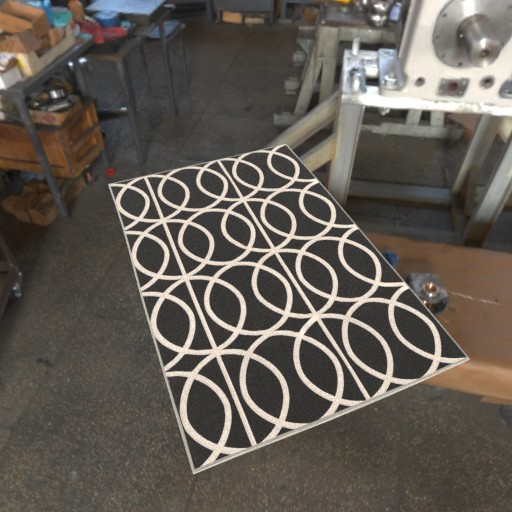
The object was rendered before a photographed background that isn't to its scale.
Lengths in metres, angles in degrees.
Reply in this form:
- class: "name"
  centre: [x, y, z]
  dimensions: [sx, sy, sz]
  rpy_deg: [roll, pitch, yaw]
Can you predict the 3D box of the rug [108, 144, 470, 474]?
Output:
- class: "rug"
  centre: [0.000, 0.000, 2.878]
  dimensions: [1.528, 0.014, 2.294]
  rpy_deg: [-16, 48, -15]
